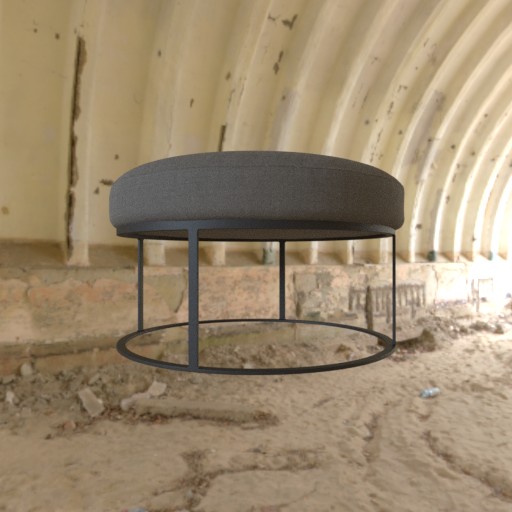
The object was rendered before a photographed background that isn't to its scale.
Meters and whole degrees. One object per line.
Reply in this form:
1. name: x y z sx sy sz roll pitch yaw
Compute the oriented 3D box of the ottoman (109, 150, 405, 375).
1. ottoman: 0.000 0.000 1.216 0.772 0.460 0.772 0 0 0
